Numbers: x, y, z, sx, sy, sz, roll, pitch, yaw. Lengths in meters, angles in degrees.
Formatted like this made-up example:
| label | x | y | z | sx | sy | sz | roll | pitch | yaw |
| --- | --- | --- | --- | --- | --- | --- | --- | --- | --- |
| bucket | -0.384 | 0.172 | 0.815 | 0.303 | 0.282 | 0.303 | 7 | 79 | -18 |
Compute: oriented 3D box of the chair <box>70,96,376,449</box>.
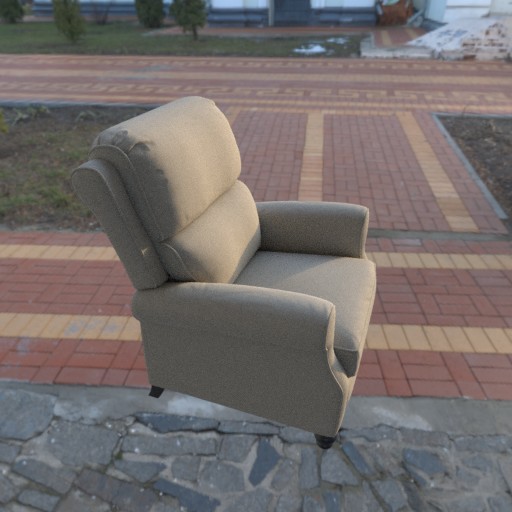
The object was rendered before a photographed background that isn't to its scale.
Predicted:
| label | x | y | z | sx | sy | sz | roll | pitch | yaw |
| --- | --- | --- | --- | --- | --- | --- | --- | --- | --- |
| chair | 0.000 | 0.000 | 1.716 | 0.919 | 1.046 | 0.859 | 11 | 33 | 17 |
